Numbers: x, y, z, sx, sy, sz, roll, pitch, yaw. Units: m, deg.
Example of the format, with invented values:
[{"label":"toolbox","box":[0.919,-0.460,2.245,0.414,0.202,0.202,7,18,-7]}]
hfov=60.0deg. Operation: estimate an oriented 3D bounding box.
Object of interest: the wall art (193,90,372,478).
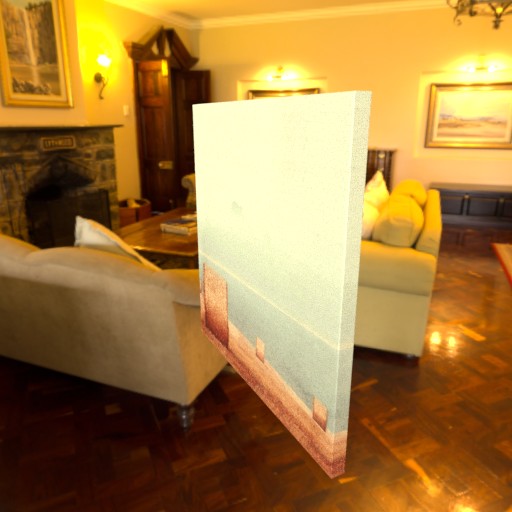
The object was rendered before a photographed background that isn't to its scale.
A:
[{"label":"wall art","box":[0.000,0.000,0.911,0.034,0.605,0.605,-9,19,-26]}]
